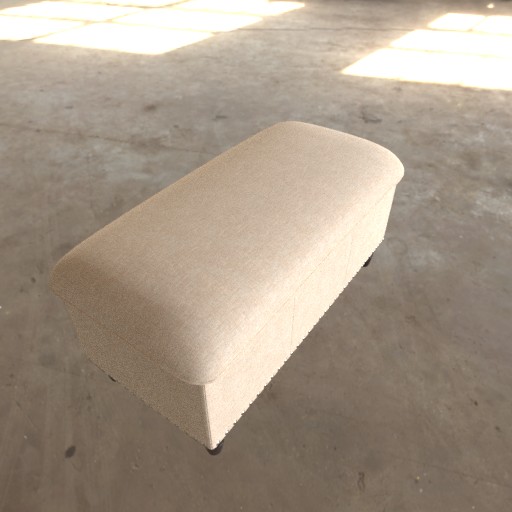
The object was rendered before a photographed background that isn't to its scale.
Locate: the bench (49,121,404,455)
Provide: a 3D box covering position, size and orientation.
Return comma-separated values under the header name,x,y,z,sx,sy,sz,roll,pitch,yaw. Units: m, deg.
name,x,y,z,sx,sy,sz,roll,pitch,yaw
bench,0.000,0.000,1.271,0.483,0.483,0.991,25,46,26
